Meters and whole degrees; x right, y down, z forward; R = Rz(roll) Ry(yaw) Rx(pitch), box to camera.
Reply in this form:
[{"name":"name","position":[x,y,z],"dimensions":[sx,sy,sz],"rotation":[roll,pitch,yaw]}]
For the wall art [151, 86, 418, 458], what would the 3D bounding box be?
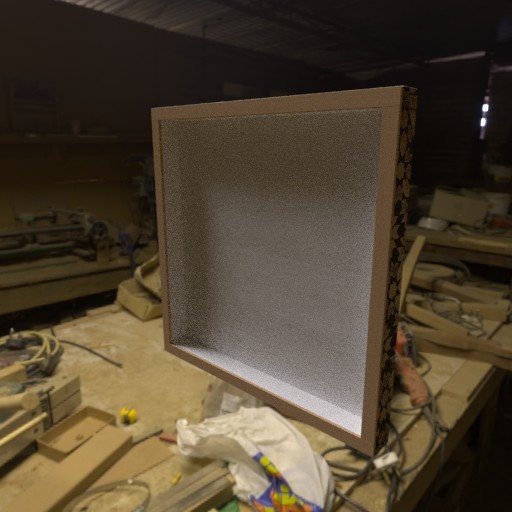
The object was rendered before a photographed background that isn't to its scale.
[{"name":"wall art","position":[0.000,0.000,0.609],"dimensions":[0.405,0.405,0.038],"rotation":[13,19,41]}]
